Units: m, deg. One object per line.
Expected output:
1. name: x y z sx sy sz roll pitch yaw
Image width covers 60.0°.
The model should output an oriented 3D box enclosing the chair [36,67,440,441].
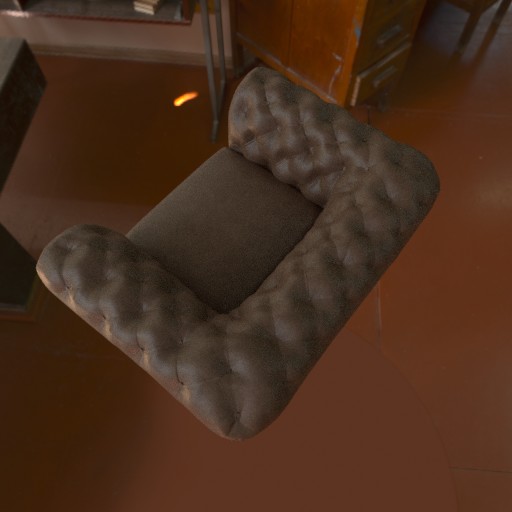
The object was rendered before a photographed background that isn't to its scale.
1. chair: 0.000 0.000 1.861 0.954 0.784 1.298 36 68 17
